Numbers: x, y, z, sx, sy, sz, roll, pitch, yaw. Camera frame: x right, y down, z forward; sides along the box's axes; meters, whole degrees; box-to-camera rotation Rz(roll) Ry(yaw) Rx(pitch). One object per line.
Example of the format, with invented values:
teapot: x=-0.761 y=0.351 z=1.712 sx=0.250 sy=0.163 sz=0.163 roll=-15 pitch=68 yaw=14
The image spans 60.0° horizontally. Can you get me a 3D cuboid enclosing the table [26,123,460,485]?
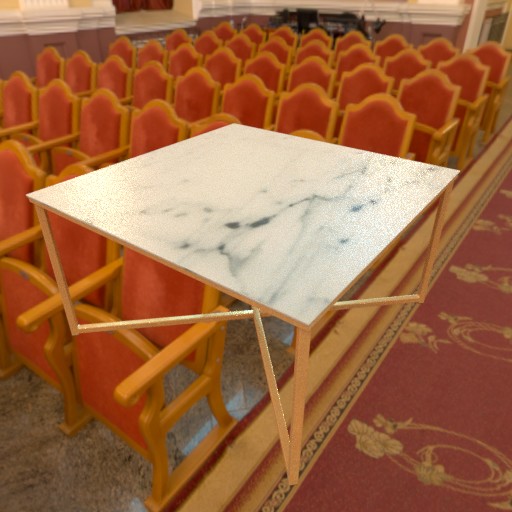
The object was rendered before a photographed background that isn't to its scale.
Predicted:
table: x=0.000 y=0.000 z=1.263 sx=0.800 sy=0.450 sz=0.800 roll=21 pitch=38 yaw=31
